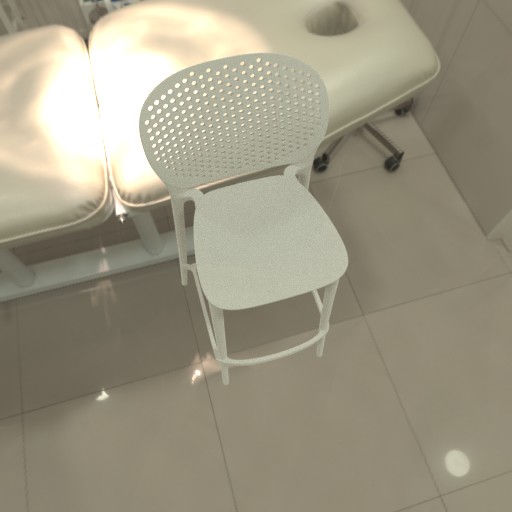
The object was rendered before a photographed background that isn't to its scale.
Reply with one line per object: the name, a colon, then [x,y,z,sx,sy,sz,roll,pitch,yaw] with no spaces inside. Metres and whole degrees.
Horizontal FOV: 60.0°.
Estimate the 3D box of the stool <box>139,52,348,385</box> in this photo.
stool: [0.000,0.000,1.380,0.536,1.045,0.535,-15,64,-7]
